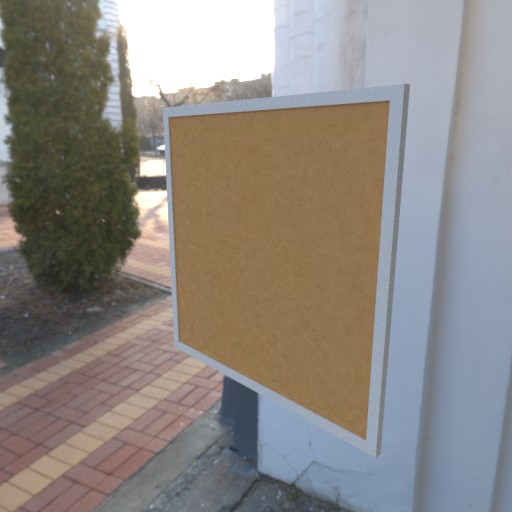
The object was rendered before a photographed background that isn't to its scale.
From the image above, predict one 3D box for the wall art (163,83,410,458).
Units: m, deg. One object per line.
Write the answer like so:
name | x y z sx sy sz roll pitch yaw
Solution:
wall art | 0.000 0.000 0.683 0.012 0.457 0.457 -13 19 -43
